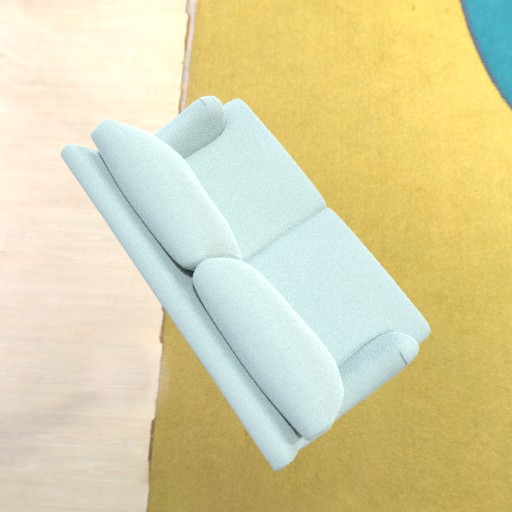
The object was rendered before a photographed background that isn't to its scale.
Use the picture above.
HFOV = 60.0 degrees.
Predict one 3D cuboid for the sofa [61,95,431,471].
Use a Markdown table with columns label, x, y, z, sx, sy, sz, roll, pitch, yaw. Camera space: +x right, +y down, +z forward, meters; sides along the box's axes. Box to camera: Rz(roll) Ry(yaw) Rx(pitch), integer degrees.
| label | x | y | z | sx | sy | sz | roll | pitch | yaw |
| --- | --- | --- | --- | --- | --- | --- | --- | --- | --- |
| sofa | 0.000 | 0.000 | 2.475 | 1.084 | 1.101 | 1.853 | -35 | 77 | -9 |
